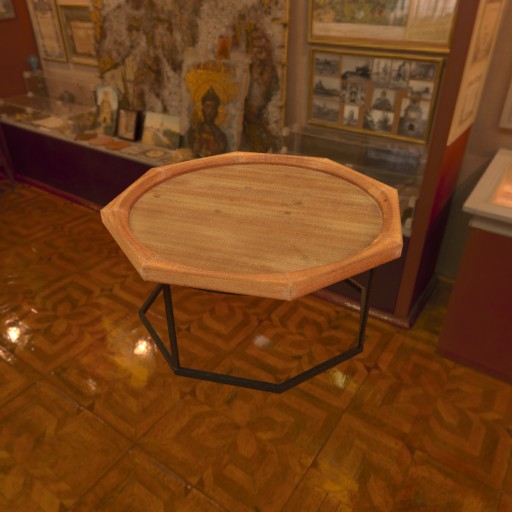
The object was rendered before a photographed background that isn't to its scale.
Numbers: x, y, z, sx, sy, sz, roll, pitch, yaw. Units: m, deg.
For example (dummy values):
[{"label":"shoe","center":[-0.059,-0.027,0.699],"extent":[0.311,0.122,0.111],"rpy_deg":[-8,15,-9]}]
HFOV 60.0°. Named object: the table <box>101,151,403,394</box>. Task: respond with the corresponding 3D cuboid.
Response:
[{"label":"table","center":[0.000,0.000,1.593],"extent":[1.002,0.444,1.002],"rpy_deg":[0,32,0]}]
